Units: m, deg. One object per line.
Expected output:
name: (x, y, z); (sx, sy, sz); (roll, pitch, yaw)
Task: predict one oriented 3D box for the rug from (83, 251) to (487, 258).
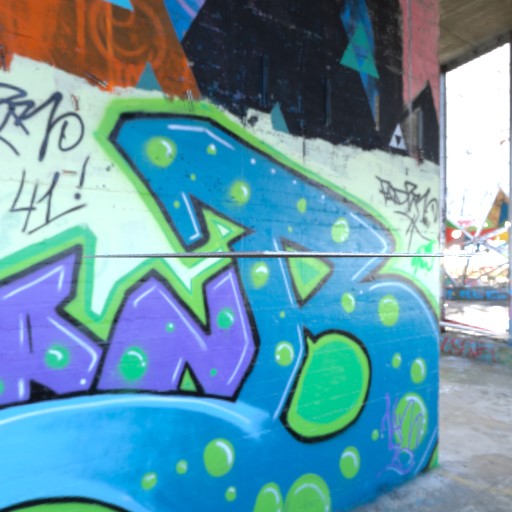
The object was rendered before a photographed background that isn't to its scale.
rug: (0.000, 0.000, 2.884); (1.578, 0.014, 2.206); (0, -1, -37)
